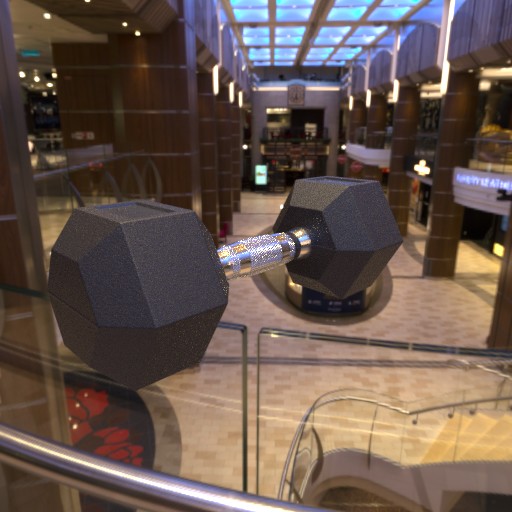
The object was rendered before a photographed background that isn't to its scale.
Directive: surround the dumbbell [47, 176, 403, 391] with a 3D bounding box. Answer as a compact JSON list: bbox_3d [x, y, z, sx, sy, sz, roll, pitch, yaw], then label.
[{"bbox_3d":[0.000,0.000,0.424,0.356,0.123,0.141,-15,23,-42],"label":"dumbbell"}]
